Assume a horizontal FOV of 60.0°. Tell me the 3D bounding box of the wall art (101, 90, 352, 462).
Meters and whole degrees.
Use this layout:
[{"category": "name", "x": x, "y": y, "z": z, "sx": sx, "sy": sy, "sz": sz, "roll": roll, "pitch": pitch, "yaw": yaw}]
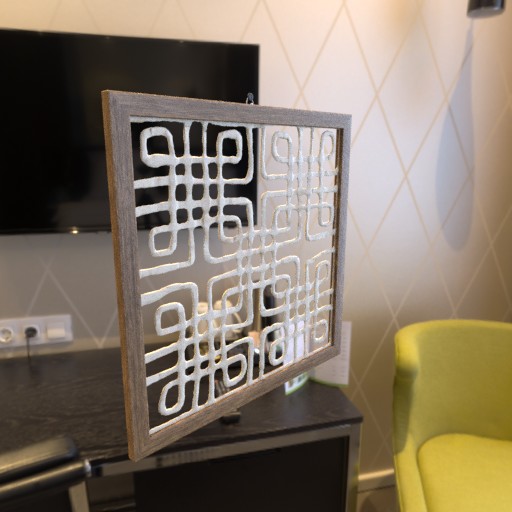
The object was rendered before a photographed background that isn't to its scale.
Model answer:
[{"category": "wall art", "x": 0.000, "y": 0.000, "z": 0.836, "sx": 0.561, "sy": 0.582, "sz": 0.021, "roll": -13, "pitch": 18, "yaw": -43}]
